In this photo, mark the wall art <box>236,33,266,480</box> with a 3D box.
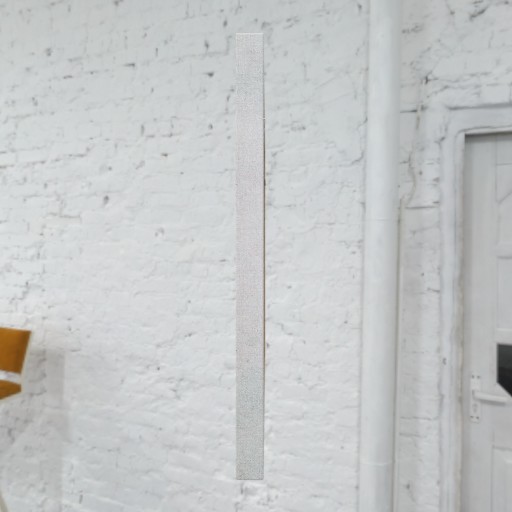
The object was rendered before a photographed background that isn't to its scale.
[{"bbox_3d":[0.000,0.000,0.911,0.040,0.612,0.612,0,0,1],"label":"wall art"}]
